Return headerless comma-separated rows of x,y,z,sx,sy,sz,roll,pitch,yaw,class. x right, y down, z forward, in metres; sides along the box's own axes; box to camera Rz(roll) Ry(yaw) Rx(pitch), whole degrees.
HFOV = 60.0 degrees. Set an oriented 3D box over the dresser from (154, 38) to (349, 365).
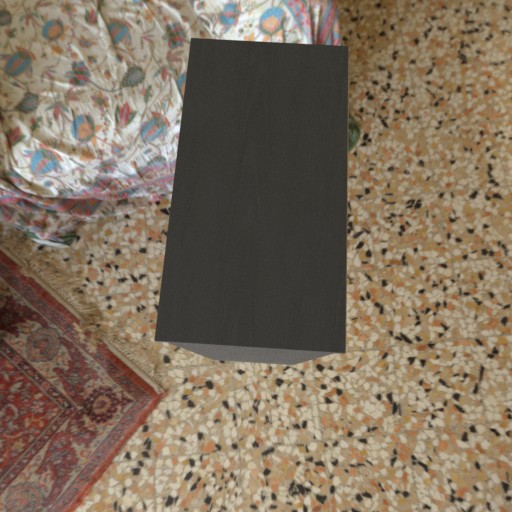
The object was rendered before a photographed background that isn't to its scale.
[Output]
0.000,0.000,1.553,0.399,1.255,0.704,3,75,1,dresser
